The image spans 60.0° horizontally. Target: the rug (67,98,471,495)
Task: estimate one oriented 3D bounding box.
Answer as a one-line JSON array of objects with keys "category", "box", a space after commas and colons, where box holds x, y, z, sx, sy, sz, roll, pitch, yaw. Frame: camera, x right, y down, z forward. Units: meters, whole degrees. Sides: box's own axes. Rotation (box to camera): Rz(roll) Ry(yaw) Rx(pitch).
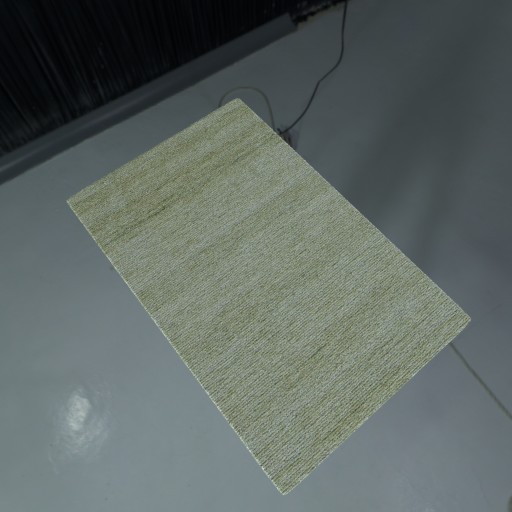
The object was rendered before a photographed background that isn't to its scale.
[{"category": "rug", "box": [0.000, 0.000, 2.176, 1.143, 0.010, 1.758, -36, 70, -16]}]
